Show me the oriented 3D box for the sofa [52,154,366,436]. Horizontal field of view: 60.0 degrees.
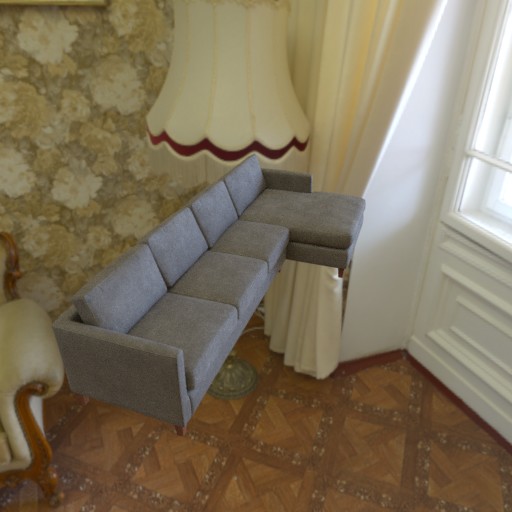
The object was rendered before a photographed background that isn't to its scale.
[{"bbox_3d":[0.000,0.000,4.135,1.604,0.950,3.471,10,31,17],"label":"sofa"}]
